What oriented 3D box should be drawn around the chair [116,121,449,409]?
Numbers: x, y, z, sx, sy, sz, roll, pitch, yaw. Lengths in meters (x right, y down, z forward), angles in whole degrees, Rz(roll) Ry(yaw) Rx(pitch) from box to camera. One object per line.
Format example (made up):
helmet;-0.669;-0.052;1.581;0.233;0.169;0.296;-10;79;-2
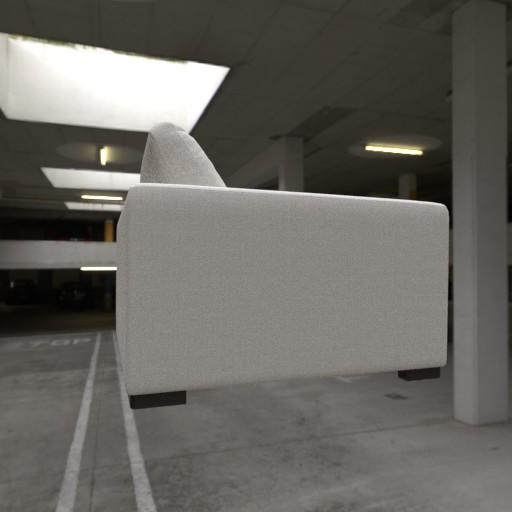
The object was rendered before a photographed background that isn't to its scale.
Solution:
chair;0.000;0.000;1.870;1.100;0.876;1.070;0;-1;-19
